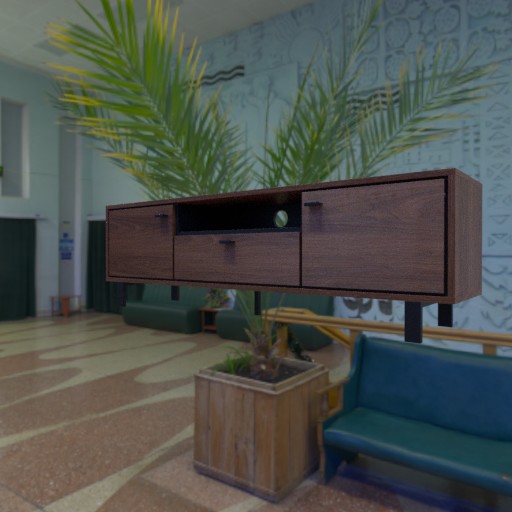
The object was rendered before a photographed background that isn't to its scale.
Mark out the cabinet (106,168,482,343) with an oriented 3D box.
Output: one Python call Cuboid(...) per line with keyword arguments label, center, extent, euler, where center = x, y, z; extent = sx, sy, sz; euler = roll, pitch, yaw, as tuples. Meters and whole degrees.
Cuboid(label="cabinet", center=(0.000, 0.000, 1.865), extent=(1.650, 0.500, 0.400), euler=(0, 1, 37))
